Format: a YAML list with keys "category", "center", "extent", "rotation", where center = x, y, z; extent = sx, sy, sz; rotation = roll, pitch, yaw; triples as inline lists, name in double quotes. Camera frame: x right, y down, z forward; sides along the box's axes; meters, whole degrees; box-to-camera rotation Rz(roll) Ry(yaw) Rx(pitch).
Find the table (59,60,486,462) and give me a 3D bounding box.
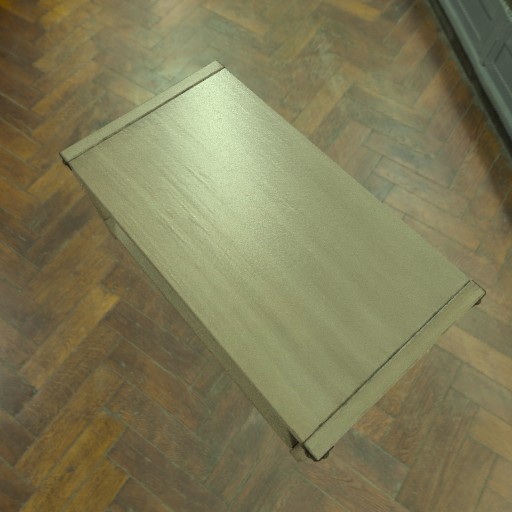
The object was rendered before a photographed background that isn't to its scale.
- category: "table"
  center: [0.000, 0.000, 1.313]
  extent: [0.559, 0.456, 1.016]
  rotation: [-38, 70, -16]
